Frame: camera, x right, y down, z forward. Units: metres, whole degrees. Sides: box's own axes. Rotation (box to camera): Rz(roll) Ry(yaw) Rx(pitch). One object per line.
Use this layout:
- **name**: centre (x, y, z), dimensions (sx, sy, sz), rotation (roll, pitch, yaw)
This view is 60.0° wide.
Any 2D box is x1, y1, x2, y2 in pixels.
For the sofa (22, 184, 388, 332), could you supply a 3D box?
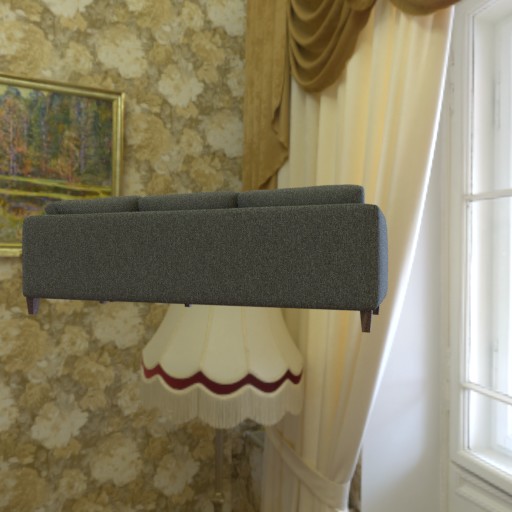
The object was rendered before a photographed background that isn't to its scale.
- **sofa**: centre (0.000, 0.000, 4.325), dimensions (2.551, 0.853, 3.238), rotation (0, 0, 19)
